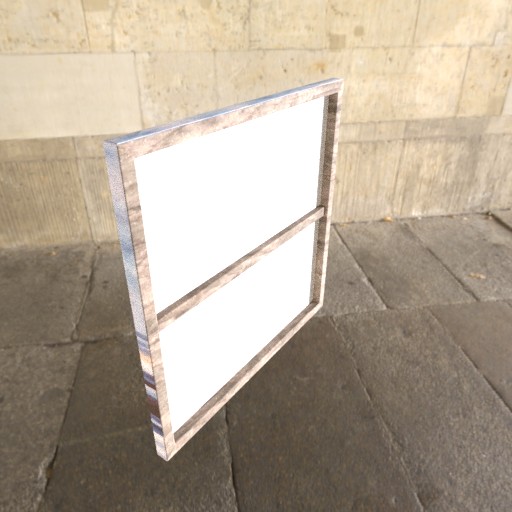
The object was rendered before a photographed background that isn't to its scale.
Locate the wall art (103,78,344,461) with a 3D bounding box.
[{"bbox_3d":[0.000,0.000,1.110,0.035,0.747,0.747,20,36,31],"label":"wall art"}]
